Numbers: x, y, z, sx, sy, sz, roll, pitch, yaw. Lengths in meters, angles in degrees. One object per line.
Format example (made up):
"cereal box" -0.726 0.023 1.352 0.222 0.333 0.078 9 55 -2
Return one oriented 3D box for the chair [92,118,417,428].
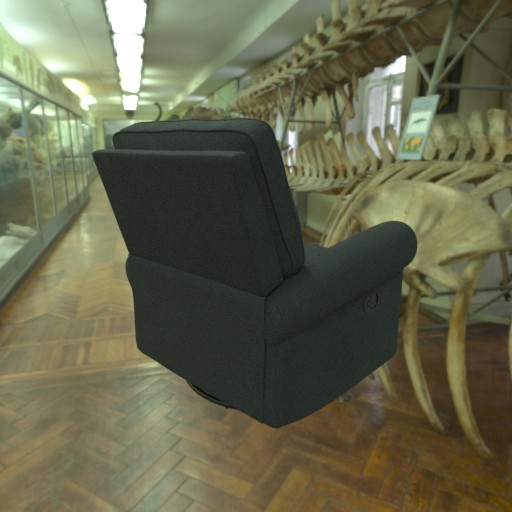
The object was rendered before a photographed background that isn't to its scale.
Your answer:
"chair" 0.000 0.000 1.661 0.890 0.961 0.878 14 20 43
